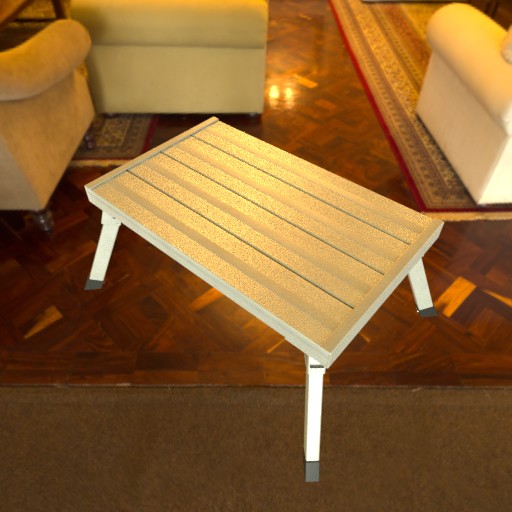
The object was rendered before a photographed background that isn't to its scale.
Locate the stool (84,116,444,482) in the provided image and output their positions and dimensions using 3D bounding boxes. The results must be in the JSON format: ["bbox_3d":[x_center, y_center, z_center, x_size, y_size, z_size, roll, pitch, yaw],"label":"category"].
[{"bbox_3d":[0.000,0.000,0.730,0.535,0.225,0.385,32,54,27],"label":"stool"}]
